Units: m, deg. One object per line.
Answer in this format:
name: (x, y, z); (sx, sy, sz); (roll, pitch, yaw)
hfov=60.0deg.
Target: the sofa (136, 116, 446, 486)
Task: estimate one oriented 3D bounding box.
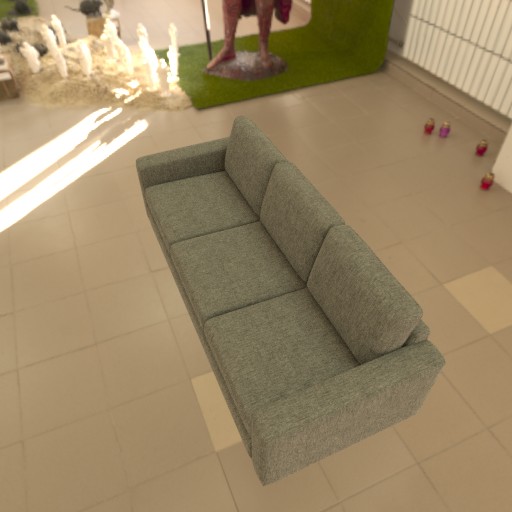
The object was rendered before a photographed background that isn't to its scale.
sofa: (0.000, 0.000, 2.605); (0.900, 0.800, 2.160); (-17, 48, -17)
